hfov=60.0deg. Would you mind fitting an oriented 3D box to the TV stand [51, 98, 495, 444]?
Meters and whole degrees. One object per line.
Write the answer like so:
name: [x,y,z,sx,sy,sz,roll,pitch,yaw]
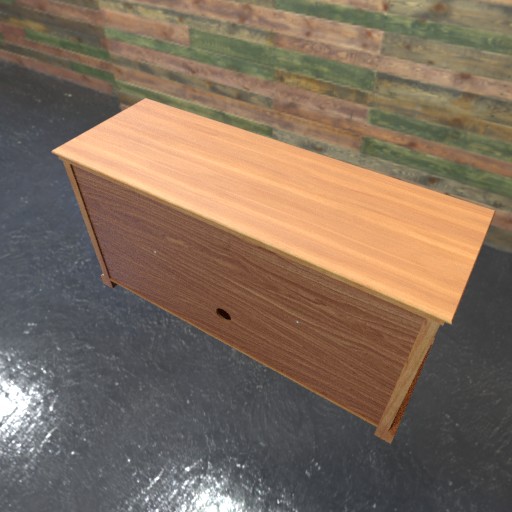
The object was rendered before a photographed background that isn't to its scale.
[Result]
TV stand: [0.000,0.000,1.431,1.181,0.607,0.417,24,50,22]
